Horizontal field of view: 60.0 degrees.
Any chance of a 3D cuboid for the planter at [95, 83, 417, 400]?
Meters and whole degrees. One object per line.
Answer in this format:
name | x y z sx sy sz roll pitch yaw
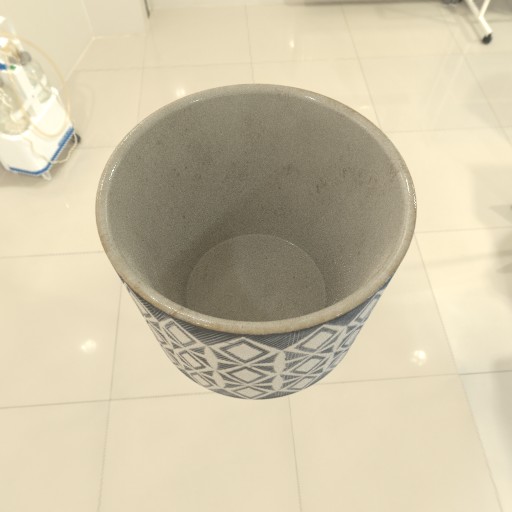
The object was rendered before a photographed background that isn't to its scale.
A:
planter | 0.000 0.000 0.339 0.192 0.165 0.192 0 58 0
